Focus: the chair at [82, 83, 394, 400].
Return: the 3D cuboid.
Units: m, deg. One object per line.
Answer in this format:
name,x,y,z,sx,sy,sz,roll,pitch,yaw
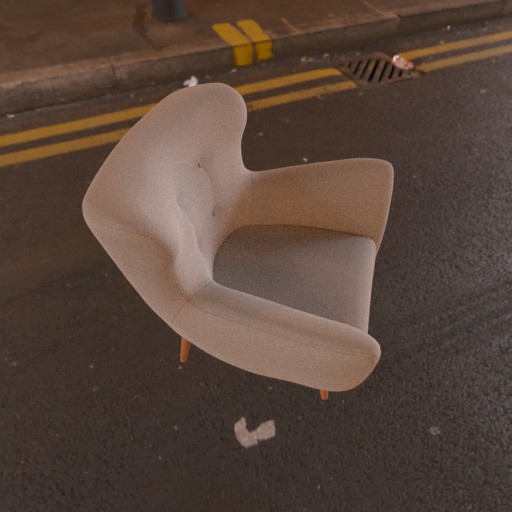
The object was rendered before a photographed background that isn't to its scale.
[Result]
chair,0.000,0.000,1.588,0.889,0.889,0.890,11,48,10
